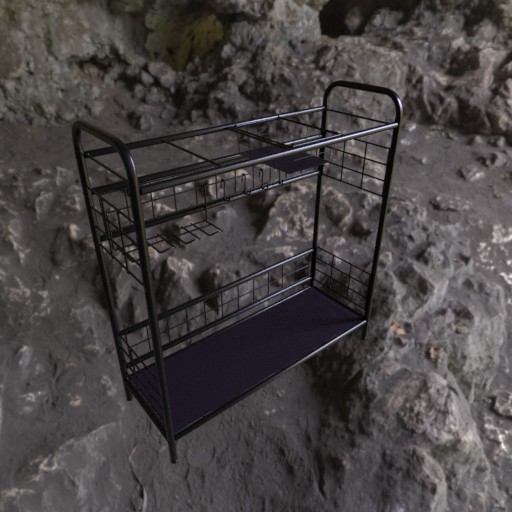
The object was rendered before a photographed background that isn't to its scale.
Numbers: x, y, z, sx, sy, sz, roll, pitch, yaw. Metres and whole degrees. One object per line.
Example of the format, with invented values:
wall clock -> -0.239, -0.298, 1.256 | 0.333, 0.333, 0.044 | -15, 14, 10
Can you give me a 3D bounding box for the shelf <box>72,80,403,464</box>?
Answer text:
shelf -> 0.000, 0.000, 1.523 | 0.961, 1.026, 0.350 | -22, 37, -33
